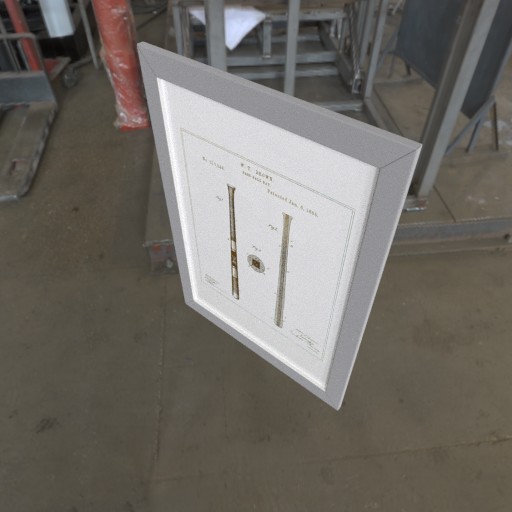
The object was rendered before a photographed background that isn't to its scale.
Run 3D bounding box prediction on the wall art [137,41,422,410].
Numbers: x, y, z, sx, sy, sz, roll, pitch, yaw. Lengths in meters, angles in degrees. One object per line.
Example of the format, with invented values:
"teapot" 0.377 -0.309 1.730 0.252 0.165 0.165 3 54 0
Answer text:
"wall art" 0.000 0.000 0.665 0.374 0.529 0.012 30 53 26
